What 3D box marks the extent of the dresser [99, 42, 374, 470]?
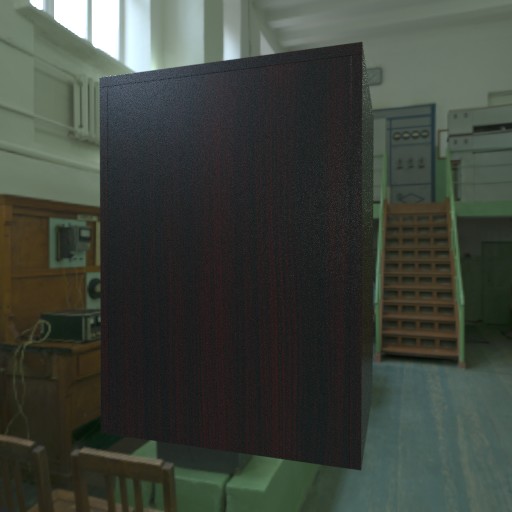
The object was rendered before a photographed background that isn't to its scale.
[{"bbox_3d":[0.000,0.000,0.808,0.400,0.560,0.360,0,1,17],"label":"dresser"}]
